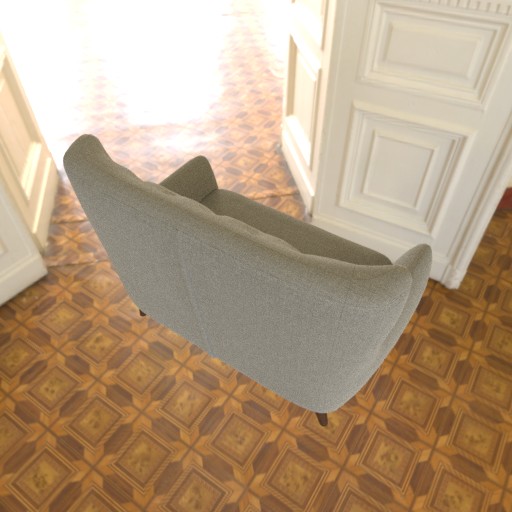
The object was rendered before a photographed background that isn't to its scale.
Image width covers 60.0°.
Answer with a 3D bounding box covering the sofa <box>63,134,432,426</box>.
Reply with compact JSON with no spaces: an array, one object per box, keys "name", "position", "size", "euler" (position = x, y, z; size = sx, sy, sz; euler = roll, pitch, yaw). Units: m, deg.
[{"name":"sofa","position":[0.000,0.000,1.976],"size":[1.386,1.028,0.884],"euler":[25,51,22]}]
